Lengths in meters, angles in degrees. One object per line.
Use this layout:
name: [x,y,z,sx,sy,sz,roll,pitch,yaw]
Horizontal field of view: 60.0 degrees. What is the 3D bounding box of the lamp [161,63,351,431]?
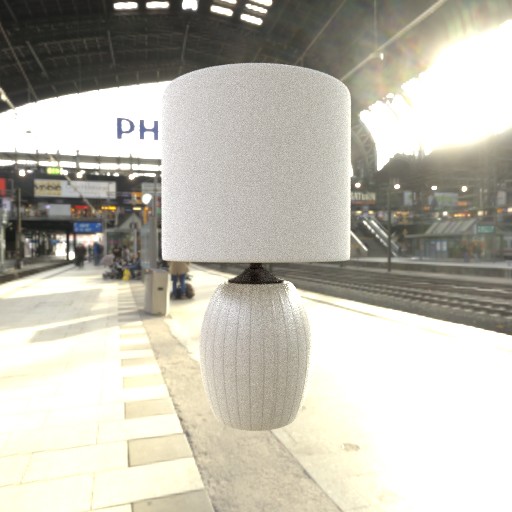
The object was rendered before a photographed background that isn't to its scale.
lamp: [0.000,0.000,0.789,0.328,0.570,0.328,0,1,0]
